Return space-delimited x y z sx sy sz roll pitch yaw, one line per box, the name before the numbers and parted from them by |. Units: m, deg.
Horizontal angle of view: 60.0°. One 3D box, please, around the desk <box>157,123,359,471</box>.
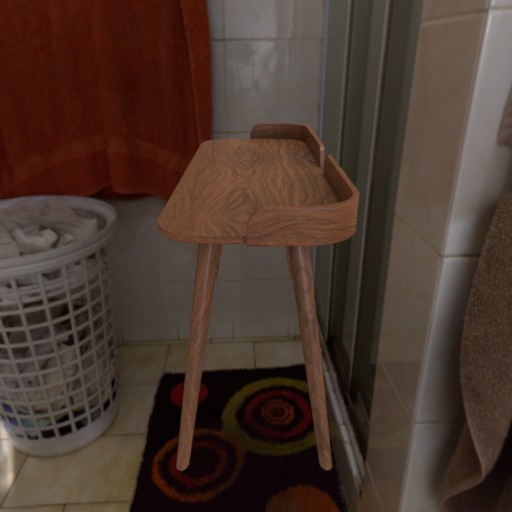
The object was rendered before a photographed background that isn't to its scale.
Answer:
desk | 0.000 0.000 1.681 0.486 0.800 1.256 0 25 0
